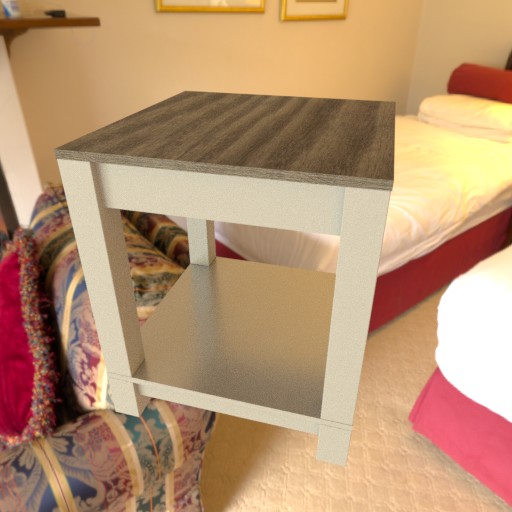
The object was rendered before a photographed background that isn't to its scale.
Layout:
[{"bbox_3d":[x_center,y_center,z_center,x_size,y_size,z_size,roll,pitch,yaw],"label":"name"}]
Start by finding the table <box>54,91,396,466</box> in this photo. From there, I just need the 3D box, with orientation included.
[{"bbox_3d":[0.000,0.000,0.981,0.504,0.587,0.506,8,31,13],"label":"table"}]
